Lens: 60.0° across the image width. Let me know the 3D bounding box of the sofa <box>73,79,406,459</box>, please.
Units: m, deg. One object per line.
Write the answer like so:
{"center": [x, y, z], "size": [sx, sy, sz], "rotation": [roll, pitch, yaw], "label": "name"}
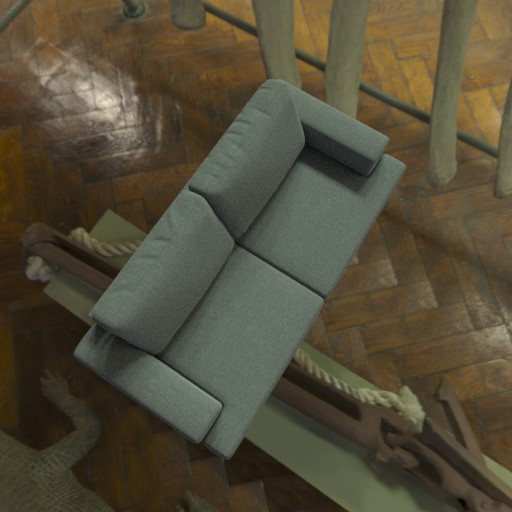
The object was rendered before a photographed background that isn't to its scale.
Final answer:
{"center": [0.000, 0.000, 2.097], "size": [0.785, 0.810, 1.650], "rotation": [32, 76, 9], "label": "sofa"}
